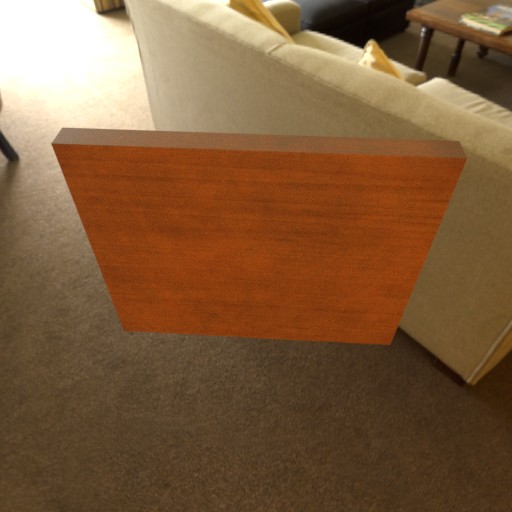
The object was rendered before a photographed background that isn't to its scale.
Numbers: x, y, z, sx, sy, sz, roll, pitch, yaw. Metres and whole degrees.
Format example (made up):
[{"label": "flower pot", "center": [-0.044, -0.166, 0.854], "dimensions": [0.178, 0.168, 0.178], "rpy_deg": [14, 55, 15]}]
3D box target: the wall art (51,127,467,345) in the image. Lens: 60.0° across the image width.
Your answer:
[{"label": "wall art", "center": [0.000, 0.000, 0.556], "dimensions": [0.401, 0.328, 0.030], "rpy_deg": [3, 47, 2]}]
